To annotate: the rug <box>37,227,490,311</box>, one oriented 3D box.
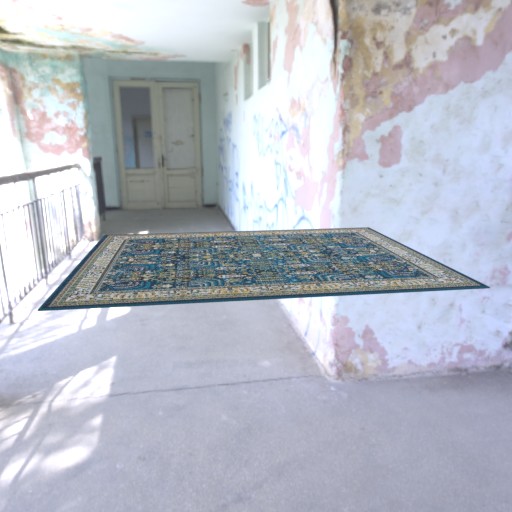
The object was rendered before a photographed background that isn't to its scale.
[{"bbox_3d":[0.000,0.000,4.001,3.044,0.015,2.226,-2,15,-8],"label":"rug"}]
